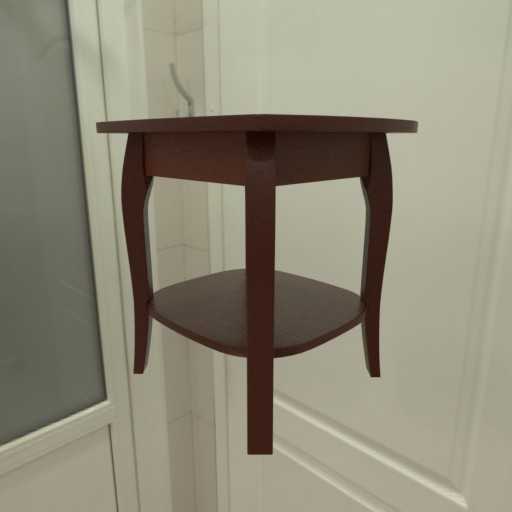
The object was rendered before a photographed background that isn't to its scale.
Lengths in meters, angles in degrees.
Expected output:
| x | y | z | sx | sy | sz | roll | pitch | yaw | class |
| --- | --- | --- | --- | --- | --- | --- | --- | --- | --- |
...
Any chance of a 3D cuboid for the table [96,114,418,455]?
| x | y | z | sx | sy | sz | roll | pitch | yaw | class |
| --- | --- | --- | --- | --- | --- | --- | --- | --- | --- |
| 0.000 | 0.000 | 0.857 | 0.433 | 0.496 | 0.502 | -14 | 21 | -43 | table |
